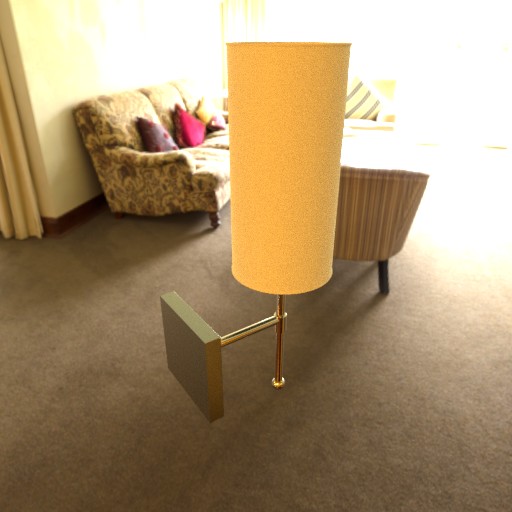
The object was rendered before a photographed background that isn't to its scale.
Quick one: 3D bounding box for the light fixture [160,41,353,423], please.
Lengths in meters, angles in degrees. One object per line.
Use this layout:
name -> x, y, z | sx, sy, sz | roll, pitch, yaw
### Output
light fixture -> 0.000, 0.000, 0.533 | 0.208, 0.462, 0.128 | -17, 32, -31
